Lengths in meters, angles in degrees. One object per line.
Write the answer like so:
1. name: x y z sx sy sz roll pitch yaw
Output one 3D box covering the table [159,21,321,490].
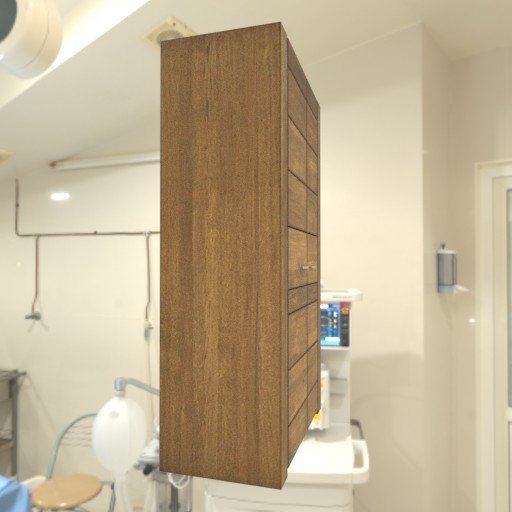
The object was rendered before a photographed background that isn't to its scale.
1. table: 0.000 0.000 2.498 0.600 2.000 1.100 0 -1 17
